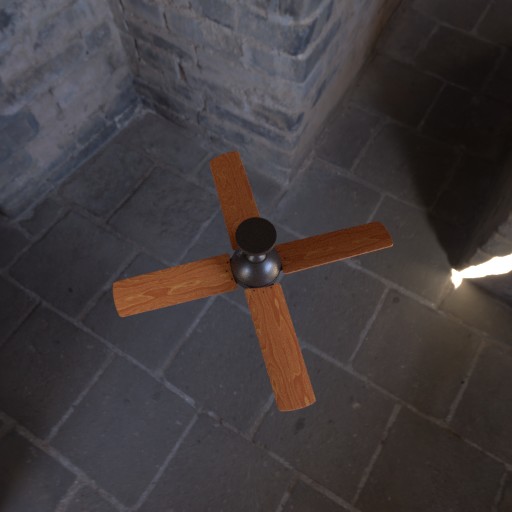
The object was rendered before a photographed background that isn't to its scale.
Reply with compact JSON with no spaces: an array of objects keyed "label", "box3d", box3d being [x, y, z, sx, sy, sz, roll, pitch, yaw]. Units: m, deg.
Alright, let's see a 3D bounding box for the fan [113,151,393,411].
[{"label":"fan","box3d":[0.000,0.000,1.993,1.332,0.403,1.332,-14,66,-6]}]
